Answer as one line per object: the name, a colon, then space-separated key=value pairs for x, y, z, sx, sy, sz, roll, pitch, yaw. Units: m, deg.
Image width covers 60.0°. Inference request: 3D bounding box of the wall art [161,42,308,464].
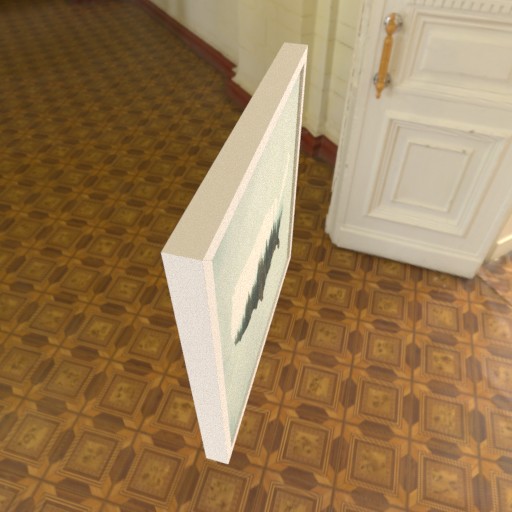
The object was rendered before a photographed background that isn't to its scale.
wall art: x=0.000 y=0.000 z=0.750 sx=0.040 sy=0.509 sz=0.509 roll=11 pitch=47 yaw=10
